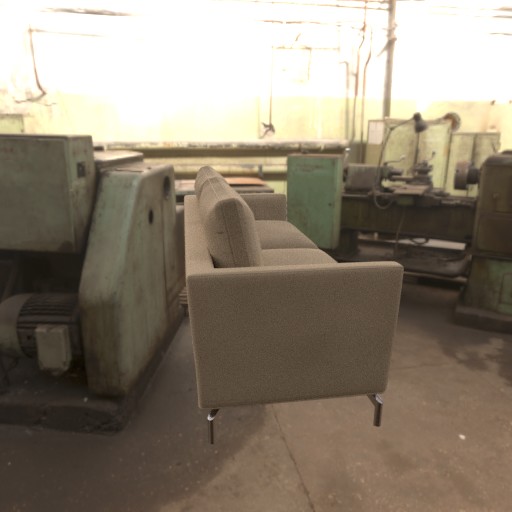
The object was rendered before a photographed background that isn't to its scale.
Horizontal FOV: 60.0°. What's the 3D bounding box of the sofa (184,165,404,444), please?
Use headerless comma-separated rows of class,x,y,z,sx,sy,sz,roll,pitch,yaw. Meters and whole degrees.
sofa,0.000,0.000,2.781,0.868,1.005,2.214,-2,16,-9
